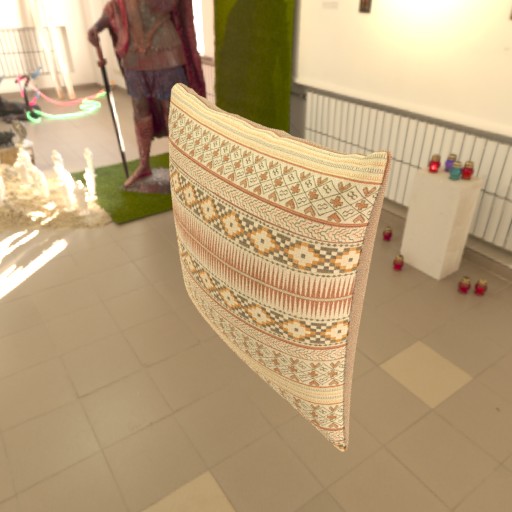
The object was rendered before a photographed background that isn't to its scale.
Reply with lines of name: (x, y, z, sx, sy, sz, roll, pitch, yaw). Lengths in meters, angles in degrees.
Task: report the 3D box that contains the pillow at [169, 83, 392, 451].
pillow: (0.000, 0.000, 0.789, 0.215, 0.519, 0.521, -21, 37, -29)
